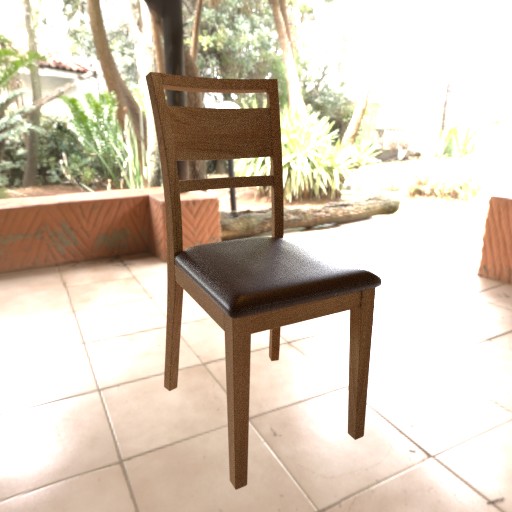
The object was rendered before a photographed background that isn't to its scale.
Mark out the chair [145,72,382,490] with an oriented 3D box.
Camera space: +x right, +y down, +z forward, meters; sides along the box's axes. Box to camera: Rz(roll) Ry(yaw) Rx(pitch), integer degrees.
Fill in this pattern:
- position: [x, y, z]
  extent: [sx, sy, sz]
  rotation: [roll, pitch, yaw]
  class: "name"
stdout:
- position: [0.000, 0.000, 1.190]
  extent: [0.420, 0.940, 0.545]
  rotation: [-9, 19, -27]
  class: "chair"
